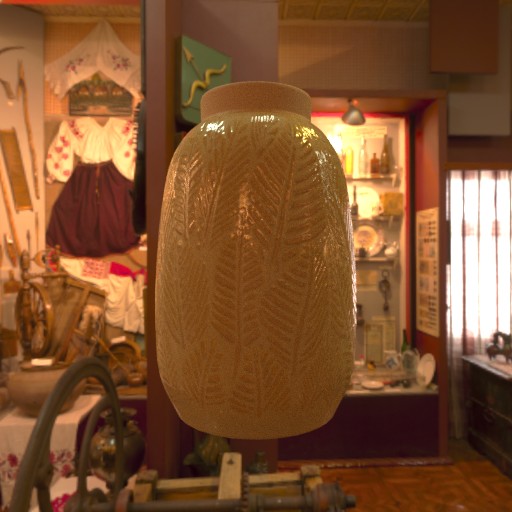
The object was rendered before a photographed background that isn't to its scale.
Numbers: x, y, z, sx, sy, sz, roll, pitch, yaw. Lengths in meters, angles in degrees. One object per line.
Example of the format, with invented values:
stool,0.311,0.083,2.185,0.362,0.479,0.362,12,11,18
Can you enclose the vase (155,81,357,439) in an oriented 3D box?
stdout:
vase,0.000,0.000,0.389,0.172,0.270,0.172,0,0,0
